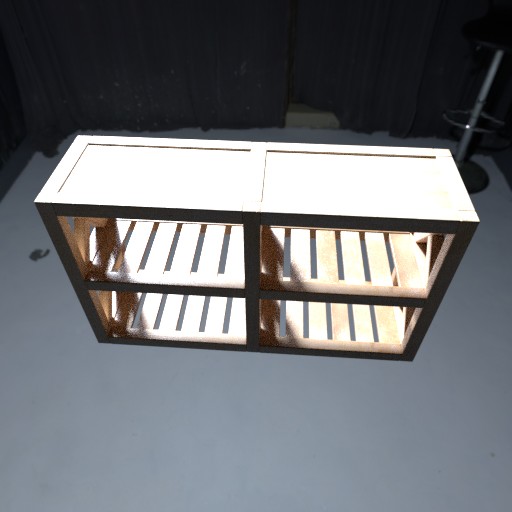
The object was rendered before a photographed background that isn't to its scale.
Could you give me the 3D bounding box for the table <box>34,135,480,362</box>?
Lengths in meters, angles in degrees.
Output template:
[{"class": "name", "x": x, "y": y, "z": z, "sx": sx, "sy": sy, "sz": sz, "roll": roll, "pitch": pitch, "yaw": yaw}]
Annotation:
[{"class": "table", "x": 0.000, "y": 0.000, "z": 1.699, "sx": 1.320, "sy": 0.762, "sz": 0.381, "roll": 3, "pitch": 46, "yaw": 3}]
